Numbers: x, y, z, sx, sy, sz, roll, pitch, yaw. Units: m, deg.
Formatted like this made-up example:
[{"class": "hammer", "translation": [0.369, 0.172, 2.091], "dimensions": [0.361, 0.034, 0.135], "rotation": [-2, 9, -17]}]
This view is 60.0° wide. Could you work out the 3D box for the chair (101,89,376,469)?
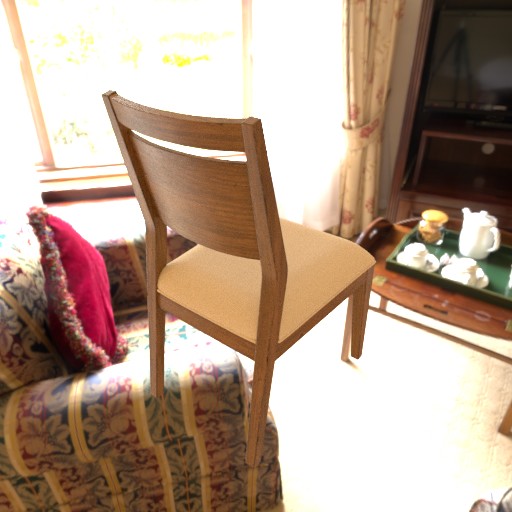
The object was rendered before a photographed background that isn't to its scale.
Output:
[{"class": "chair", "translation": [0.000, 0.000, 1.278], "dimensions": [0.497, 0.939, 0.610], "rotation": [22, 37, 32]}]
